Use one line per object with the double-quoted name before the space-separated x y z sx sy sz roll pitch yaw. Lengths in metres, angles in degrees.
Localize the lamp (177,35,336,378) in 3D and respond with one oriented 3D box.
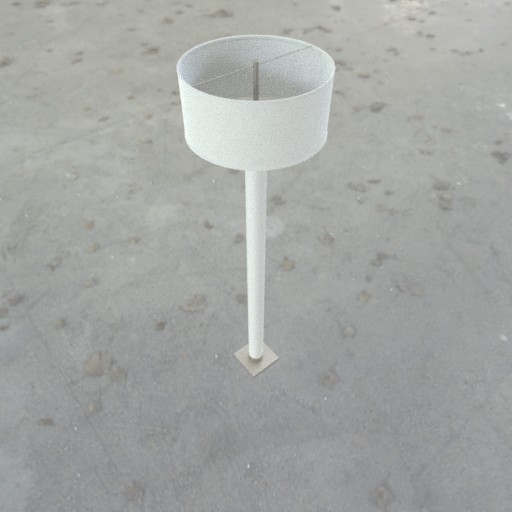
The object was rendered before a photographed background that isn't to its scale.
"lamp" 0.000 0.000 1.694 0.420 1.475 0.420 -30 53 -26
